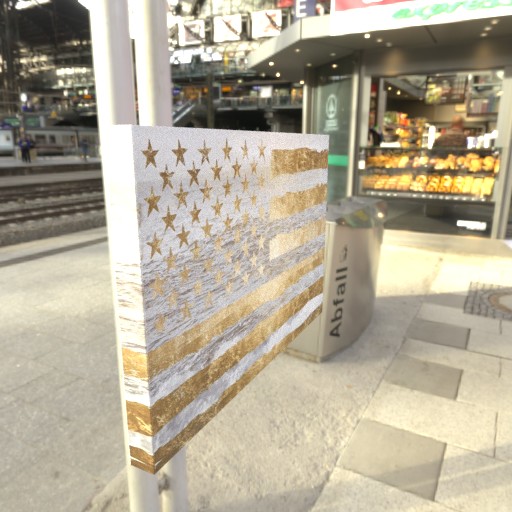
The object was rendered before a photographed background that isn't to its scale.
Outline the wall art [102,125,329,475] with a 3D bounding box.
[{"bbox_3d":[0.000,0.000,0.755,0.041,0.407,0.606,7,16,27],"label":"wall art"}]
